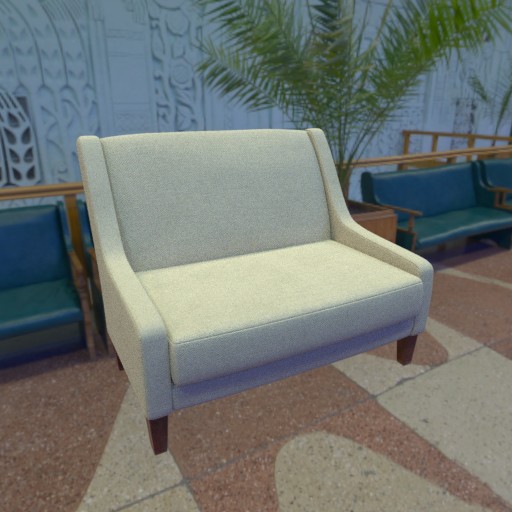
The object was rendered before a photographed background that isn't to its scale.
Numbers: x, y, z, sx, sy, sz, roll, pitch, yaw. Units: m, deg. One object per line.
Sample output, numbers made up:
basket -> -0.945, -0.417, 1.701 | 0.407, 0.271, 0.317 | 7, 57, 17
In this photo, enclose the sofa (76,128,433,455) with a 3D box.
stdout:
sofa -> 0.000, 0.000, 1.873 | 1.212, 0.976, 0.946 | -10, 22, -26
